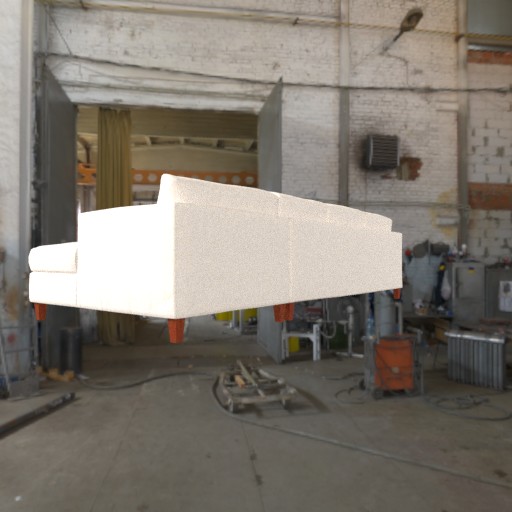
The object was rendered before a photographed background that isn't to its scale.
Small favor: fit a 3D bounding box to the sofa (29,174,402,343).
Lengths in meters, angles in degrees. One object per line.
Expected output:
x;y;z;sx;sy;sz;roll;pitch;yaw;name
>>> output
0.000;0.000;4.151;1.606;0.954;3.471;0;-1;37;sofa
